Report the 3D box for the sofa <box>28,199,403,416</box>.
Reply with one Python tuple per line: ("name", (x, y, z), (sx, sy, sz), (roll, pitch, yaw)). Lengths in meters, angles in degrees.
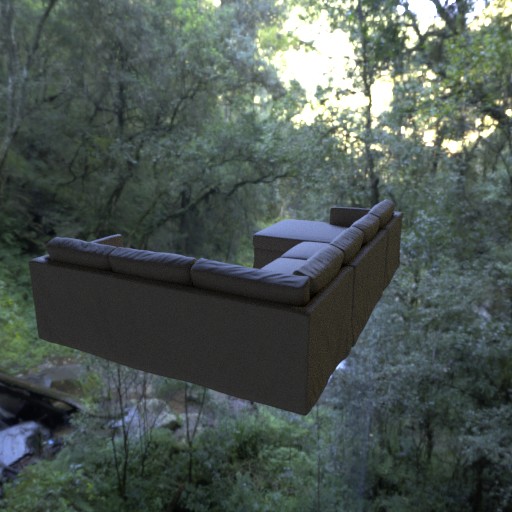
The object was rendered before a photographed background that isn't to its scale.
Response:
("sofa", (0.000, 0.000, 4.626), (2.476, 0.878, 3.528), (8, 18, 25))
